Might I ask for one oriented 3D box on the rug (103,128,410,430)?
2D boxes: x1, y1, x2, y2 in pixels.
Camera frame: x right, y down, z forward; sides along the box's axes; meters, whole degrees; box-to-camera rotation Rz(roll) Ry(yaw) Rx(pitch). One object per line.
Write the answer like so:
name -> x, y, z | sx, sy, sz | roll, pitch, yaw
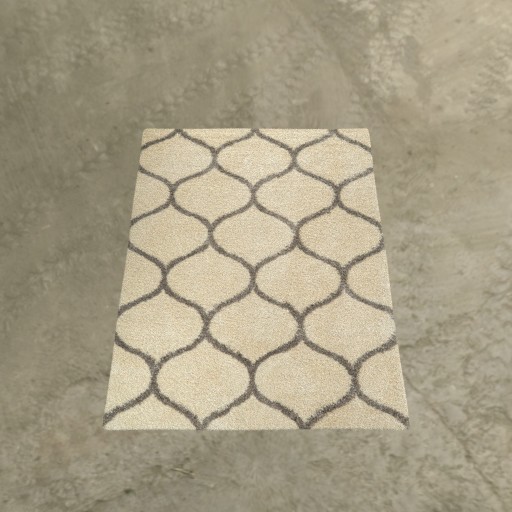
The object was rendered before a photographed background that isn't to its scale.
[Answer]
rug -> 0.000, 0.000, 4.087 | 2.399, 0.026, 3.000 | 0, 65, 0
